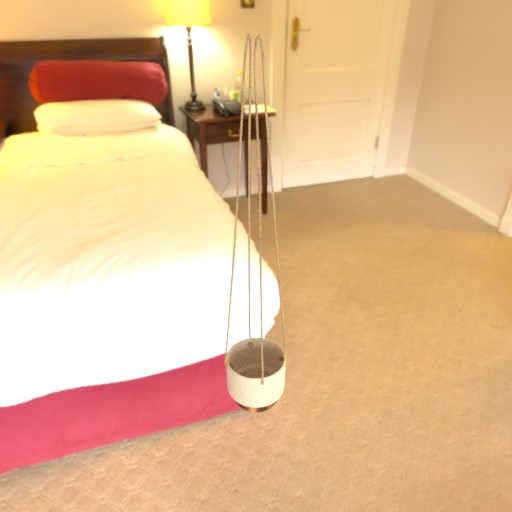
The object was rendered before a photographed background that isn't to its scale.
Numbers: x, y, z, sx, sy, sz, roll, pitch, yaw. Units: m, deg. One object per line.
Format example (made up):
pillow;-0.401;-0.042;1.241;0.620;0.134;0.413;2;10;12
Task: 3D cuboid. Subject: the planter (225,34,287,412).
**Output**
planter;0.000;0.000;0.938;0.146;0.841;0.146;18;36;28
